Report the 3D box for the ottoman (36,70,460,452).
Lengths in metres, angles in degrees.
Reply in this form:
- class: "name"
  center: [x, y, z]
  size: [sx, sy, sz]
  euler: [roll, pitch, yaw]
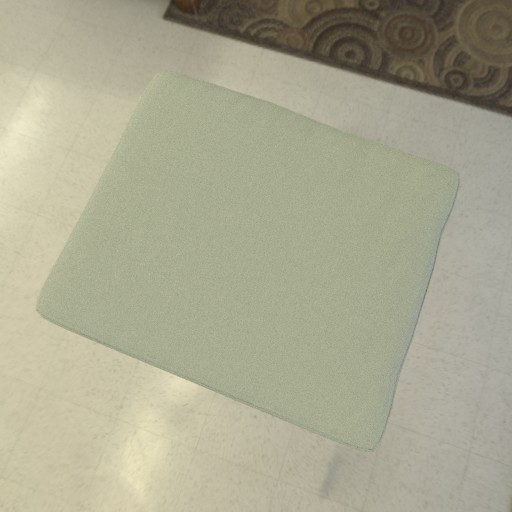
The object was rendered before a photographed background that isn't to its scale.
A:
- class: "ottoman"
  center: [0.000, 0.000, 1.426]
  size: [0.991, 0.494, 0.842]
  euler: [21, 77, 5]
